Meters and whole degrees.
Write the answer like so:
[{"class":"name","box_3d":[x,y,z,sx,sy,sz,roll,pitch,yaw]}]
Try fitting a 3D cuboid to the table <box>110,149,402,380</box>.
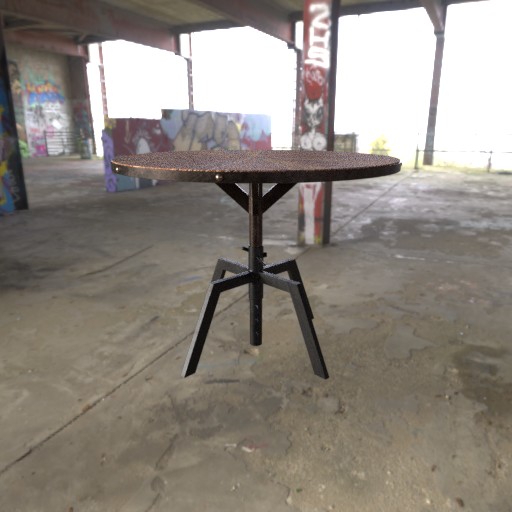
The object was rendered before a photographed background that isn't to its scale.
[{"class":"table","box_3d":[0.000,0.000,1.505,0.885,0.658,0.885,0,16,0]}]
